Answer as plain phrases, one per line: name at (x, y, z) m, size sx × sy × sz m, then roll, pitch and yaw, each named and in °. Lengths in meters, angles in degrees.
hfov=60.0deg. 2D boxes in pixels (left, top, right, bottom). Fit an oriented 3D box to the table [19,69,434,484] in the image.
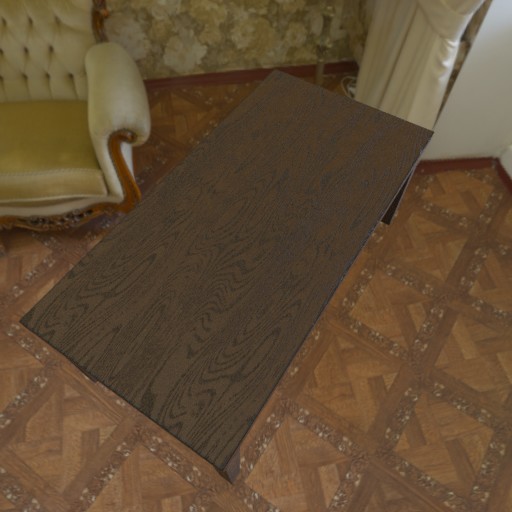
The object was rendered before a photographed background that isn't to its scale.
table at (0.000, 0.000, 2.417) m, size 1.016 × 0.762 × 1.981 m, roll 29°, pitch 62°, yaw 17°
